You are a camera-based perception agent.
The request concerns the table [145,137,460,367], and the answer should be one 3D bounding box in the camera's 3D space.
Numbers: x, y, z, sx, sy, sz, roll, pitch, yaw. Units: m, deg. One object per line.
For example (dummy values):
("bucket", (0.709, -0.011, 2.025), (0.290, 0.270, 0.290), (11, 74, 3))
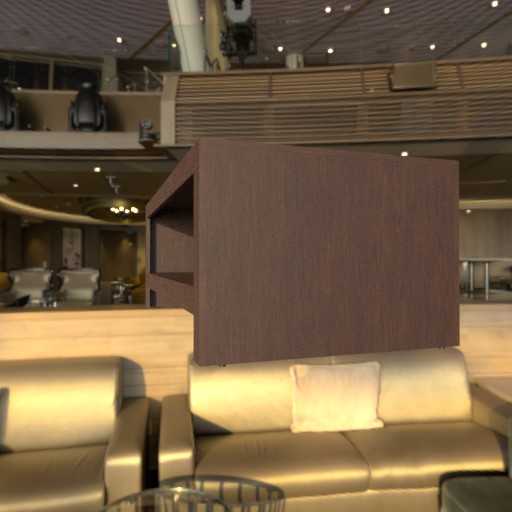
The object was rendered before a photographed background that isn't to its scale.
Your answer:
("table", (0.000, 0.000, 1.427), (0.597, 0.424, 1.099), (0, -1, -19))
